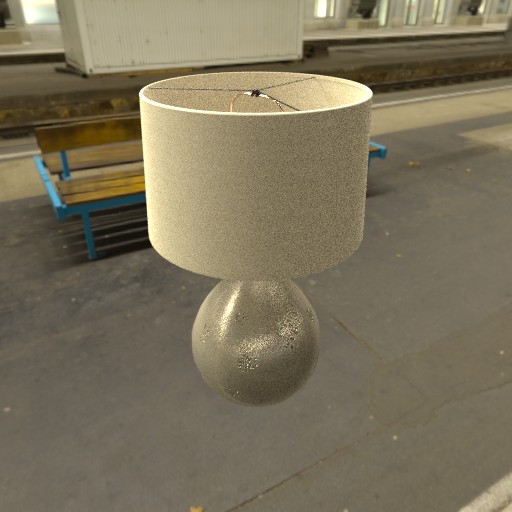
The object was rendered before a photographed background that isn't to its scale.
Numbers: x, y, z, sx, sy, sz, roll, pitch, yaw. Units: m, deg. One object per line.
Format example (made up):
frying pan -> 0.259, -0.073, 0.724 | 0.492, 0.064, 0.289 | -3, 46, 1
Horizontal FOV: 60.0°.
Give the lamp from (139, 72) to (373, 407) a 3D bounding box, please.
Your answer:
lamp -> 0.000, 0.000, 0.727 | 0.330, 0.521, 0.330 | 0, 30, 0
